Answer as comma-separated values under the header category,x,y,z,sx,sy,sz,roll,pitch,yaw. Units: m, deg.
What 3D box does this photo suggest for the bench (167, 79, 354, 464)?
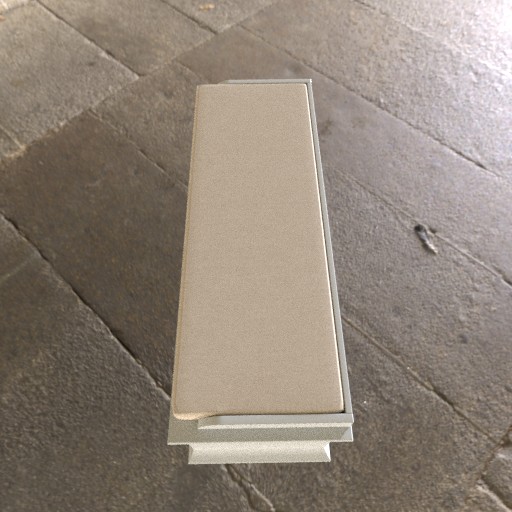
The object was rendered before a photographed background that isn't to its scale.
category,x,y,z,sx,sy,sz,roll,pitch,yaw
bench,0.000,0.000,1.433,0.402,0.486,1.185,-1,59,0
